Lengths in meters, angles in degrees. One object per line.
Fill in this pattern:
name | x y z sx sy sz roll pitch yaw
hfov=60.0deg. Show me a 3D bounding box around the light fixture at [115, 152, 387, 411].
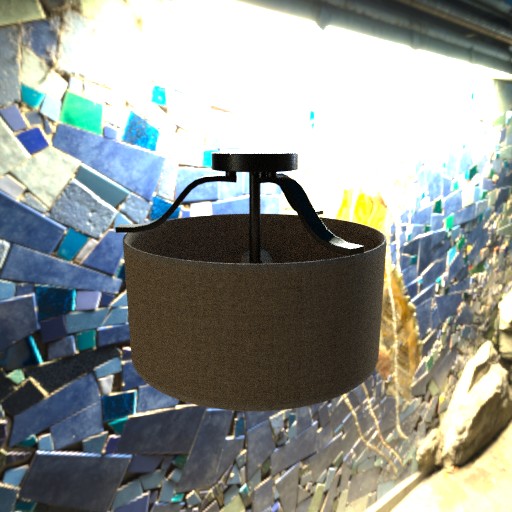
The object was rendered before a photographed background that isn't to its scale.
light fixture | 0.000 0.000 0.672 0.390 0.306 0.390 0 14 0
